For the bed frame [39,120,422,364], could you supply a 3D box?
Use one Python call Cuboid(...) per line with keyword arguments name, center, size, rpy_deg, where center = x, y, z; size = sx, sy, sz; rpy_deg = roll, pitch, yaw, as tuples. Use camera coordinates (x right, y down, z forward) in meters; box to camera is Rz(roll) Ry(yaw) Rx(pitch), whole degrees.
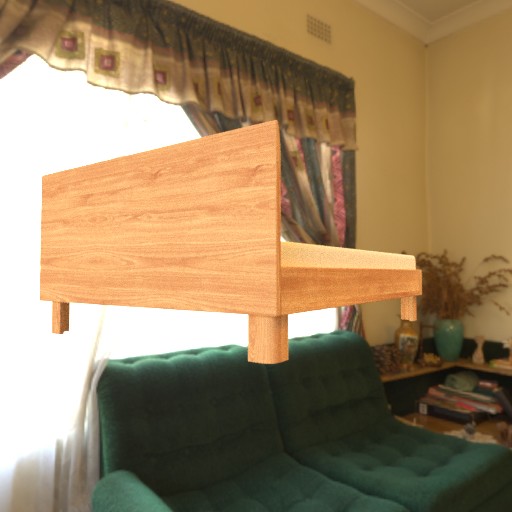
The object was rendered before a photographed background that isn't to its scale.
Cuboid(name="bed frame", center=(0.000, 0.000, 3.003), size=(1.660, 0.940, 2.092), rpy_deg=(-2, -3, 35))
